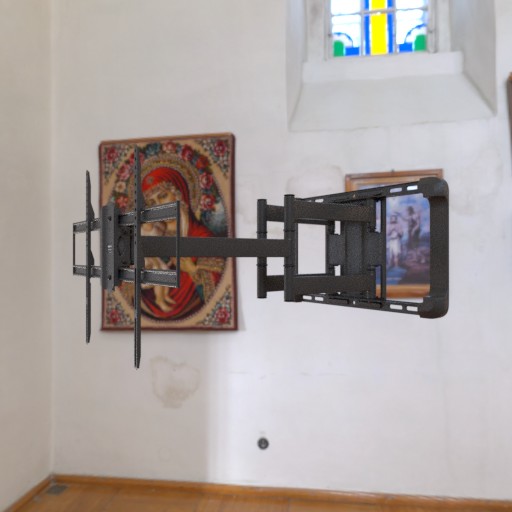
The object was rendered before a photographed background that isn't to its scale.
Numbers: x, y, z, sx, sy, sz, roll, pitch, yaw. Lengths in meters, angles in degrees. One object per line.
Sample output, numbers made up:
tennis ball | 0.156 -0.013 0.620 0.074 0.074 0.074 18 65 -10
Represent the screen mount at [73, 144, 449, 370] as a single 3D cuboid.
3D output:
screen mount | 0.000 0.000 1.345 0.905 0.483 0.725 0 0 -37
